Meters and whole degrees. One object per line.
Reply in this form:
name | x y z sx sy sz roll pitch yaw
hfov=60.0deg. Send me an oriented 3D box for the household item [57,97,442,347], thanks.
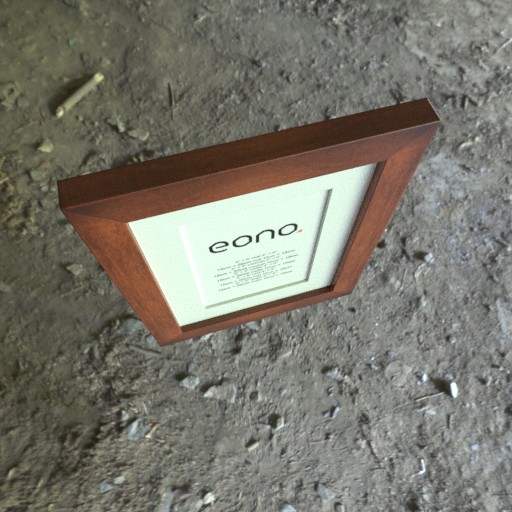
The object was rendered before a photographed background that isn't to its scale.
household item | 0.000 0.000 0.339 0.200 0.250 0.020 -15 64 -7
